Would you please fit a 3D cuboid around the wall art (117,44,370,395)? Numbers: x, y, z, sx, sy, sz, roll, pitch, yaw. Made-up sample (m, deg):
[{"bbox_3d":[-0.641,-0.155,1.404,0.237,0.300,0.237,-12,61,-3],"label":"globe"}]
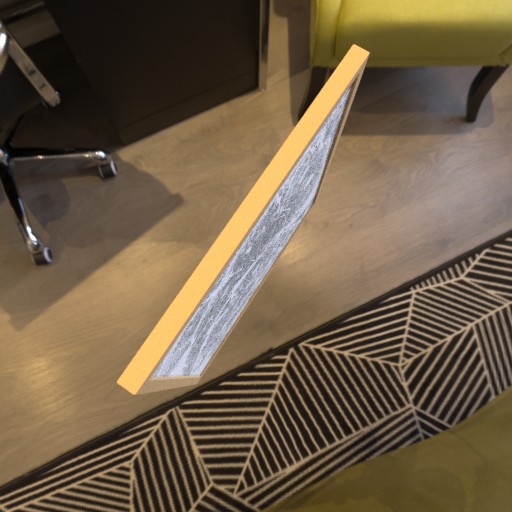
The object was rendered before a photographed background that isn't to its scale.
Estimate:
[{"bbox_3d":[0.000,0.000,1.152,0.037,0.761,0.761,32,77,8],"label":"wall art"}]
